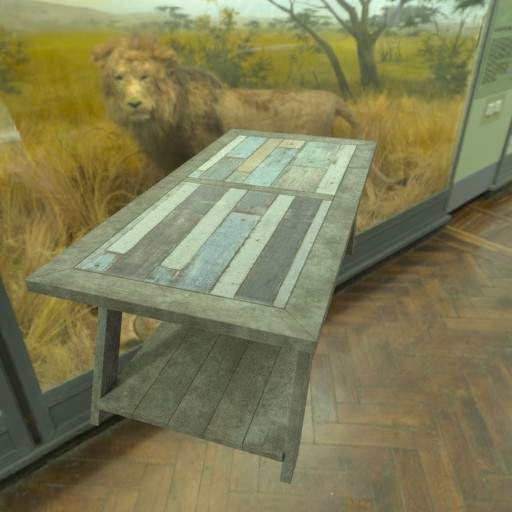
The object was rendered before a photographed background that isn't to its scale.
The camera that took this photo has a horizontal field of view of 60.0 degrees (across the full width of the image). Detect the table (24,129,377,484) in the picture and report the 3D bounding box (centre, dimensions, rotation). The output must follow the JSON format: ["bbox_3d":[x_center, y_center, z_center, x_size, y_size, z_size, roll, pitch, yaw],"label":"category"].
[{"bbox_3d":[0.000,0.000,1.450,0.610,0.470,1.219,9,32,15],"label":"table"}]
